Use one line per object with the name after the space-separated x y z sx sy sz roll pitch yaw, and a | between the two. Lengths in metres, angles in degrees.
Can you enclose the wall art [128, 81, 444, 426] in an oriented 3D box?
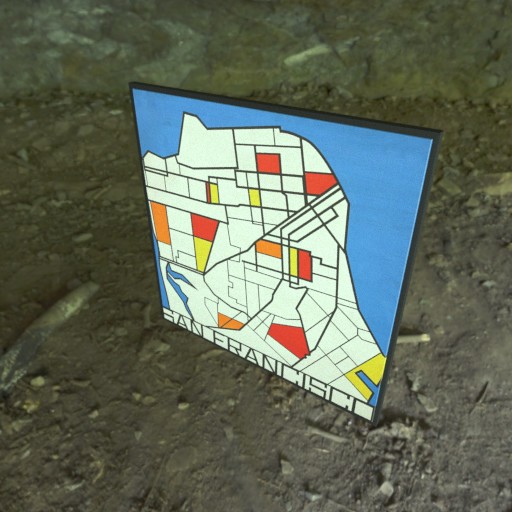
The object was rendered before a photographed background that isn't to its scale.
0.000 0.000 0.680 0.458 0.457 0.013 20 37 29 | wall art
